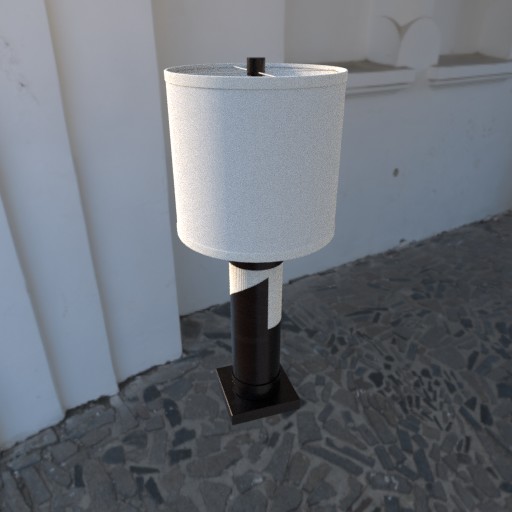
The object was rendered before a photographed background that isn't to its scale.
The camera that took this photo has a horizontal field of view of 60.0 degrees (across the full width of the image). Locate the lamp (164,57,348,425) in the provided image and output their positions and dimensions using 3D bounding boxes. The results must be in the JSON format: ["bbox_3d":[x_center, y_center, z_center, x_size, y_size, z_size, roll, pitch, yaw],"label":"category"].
[{"bbox_3d":[0.000,0.000,0.623,0.211,0.509,0.211,-8,28,-16],"label":"lamp"}]
